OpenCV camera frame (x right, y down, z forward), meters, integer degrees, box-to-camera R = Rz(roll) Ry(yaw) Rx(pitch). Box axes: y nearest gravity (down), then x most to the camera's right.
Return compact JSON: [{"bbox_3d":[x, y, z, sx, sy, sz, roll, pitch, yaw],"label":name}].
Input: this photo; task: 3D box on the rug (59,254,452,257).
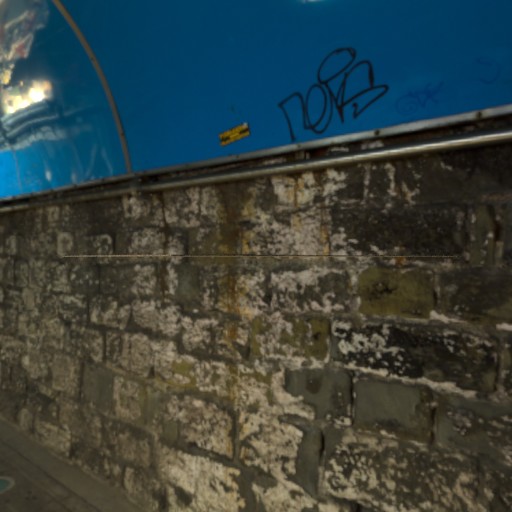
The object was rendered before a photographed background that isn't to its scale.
[{"bbox_3d":[0.000,0.000,4.022,3.000,0.012,2.371,0,0,-36],"label":"rug"}]
